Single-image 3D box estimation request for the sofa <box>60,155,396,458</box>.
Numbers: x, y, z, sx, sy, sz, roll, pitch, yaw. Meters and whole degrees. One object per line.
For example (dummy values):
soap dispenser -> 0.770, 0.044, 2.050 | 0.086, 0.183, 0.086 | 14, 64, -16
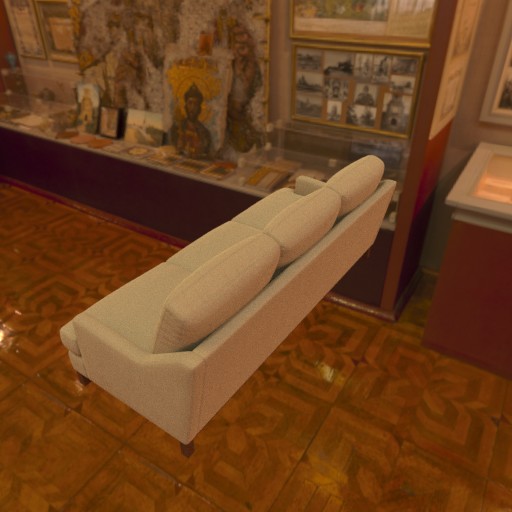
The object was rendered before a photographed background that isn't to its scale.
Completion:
sofa -> 0.000, 0.000, 2.906 | 1.000, 0.913, 2.321 | 20, 38, 29
